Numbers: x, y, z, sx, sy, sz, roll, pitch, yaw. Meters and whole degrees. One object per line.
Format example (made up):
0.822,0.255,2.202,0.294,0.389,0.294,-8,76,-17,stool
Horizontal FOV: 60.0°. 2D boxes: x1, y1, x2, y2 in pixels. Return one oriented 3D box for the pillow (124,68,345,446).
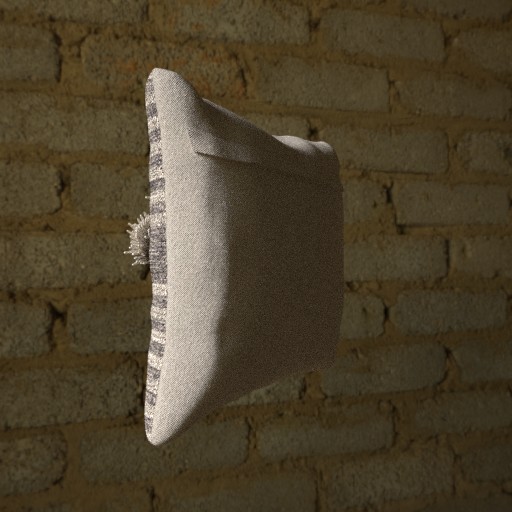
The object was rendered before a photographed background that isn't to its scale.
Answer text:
0.000,0.000,0.767,0.234,0.490,0.484,0,-1,36,pillow
